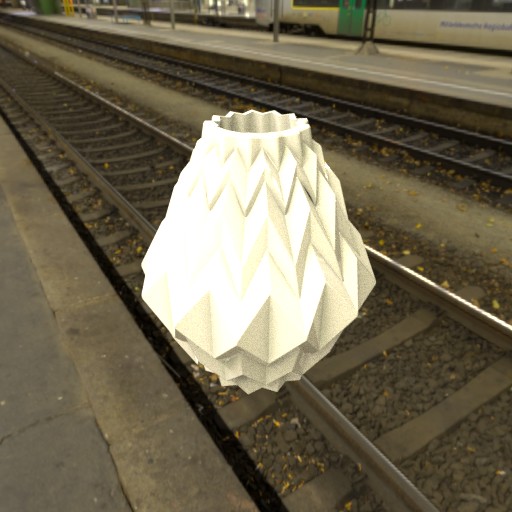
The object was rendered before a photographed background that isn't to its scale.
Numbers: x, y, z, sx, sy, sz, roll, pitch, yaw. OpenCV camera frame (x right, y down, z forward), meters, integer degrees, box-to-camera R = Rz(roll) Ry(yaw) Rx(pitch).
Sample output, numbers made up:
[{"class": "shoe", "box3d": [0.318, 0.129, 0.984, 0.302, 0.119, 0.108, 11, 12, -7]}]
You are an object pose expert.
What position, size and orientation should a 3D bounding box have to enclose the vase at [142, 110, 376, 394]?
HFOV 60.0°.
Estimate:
[{"class": "vase", "box3d": [0.000, 0.000, 0.310, 0.164, 0.185, 0.164, 0, 30, 0]}]
